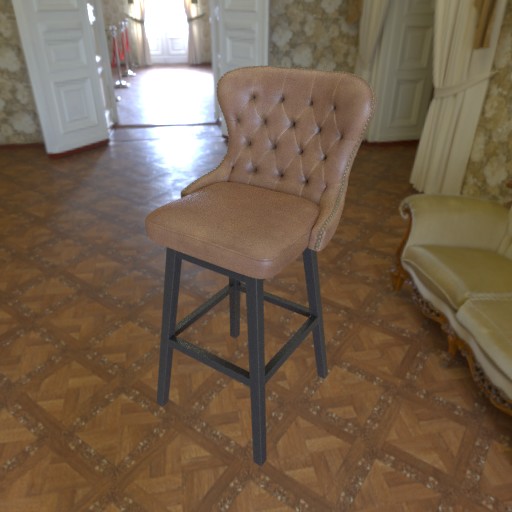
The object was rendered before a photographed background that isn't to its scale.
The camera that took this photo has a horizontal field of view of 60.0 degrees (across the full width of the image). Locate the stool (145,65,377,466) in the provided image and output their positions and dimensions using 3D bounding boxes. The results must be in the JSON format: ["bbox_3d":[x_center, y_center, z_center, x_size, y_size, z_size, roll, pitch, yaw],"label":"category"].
[{"bbox_3d":[0.000,0.000,1.407,0.528,1.050,0.601,18,35,29],"label":"stool"}]
